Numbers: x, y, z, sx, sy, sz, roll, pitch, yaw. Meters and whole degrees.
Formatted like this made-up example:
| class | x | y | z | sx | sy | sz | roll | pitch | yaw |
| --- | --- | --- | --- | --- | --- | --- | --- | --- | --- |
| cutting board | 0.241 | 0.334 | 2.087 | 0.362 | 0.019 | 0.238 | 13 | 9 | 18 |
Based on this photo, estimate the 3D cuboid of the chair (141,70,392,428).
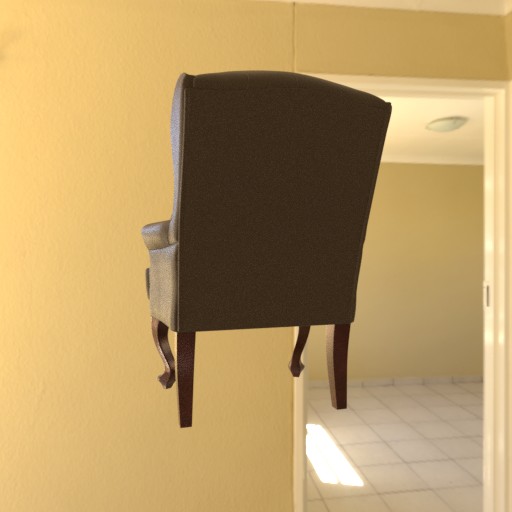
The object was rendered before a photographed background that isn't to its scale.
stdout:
| class | x | y | z | sx | sy | sz | roll | pitch | yaw |
| --- | --- | --- | --- | --- | --- | --- | --- | --- | --- |
| chair | 0.000 | 0.000 | 1.691 | 0.829 | 1.132 | 0.819 | 0 | 0 | -17 |
